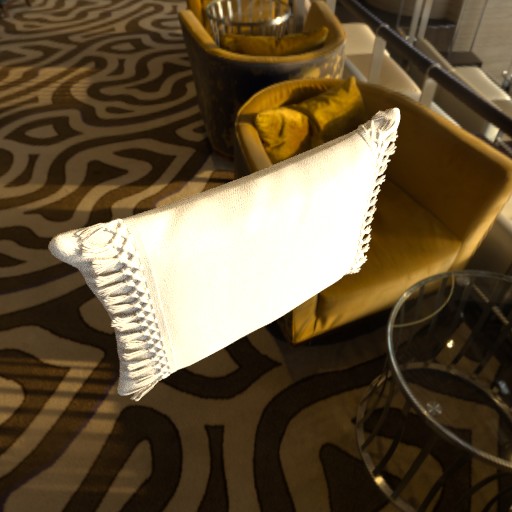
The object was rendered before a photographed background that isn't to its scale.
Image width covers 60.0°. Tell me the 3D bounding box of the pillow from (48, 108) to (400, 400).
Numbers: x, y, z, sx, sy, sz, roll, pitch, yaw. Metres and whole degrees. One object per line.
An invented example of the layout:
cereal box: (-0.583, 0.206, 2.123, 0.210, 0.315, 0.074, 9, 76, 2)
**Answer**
pillow: (0.000, 0.000, 0.605, 0.466, 0.305, 0.084, -26, 51, -23)
